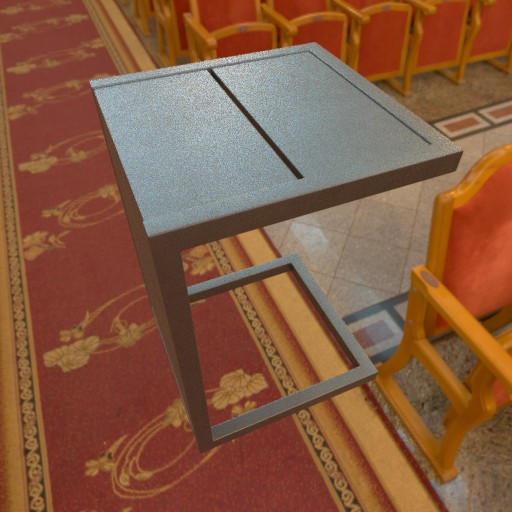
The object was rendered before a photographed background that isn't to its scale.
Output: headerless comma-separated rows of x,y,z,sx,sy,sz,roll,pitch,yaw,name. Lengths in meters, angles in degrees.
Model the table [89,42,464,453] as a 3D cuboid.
0.000,0.000,0.869,0.420,0.609,0.405,-17,48,-16,table
